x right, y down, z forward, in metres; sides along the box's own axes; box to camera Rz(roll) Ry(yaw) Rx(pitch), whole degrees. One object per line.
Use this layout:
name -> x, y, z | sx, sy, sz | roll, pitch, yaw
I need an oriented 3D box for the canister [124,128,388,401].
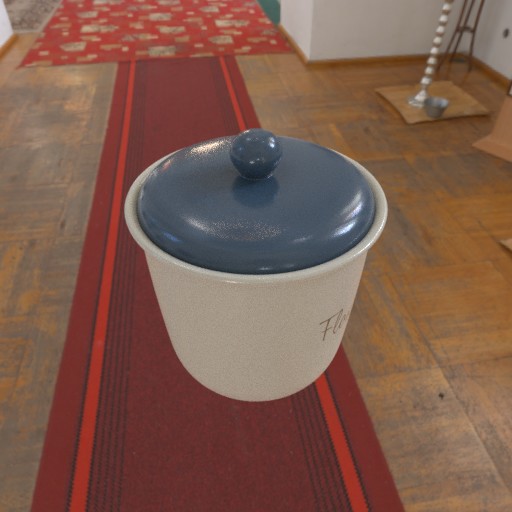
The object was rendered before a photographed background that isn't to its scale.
canister -> 0.000, 0.000, 0.351 | 0.182, 0.208, 0.182 | 0, 40, 0
